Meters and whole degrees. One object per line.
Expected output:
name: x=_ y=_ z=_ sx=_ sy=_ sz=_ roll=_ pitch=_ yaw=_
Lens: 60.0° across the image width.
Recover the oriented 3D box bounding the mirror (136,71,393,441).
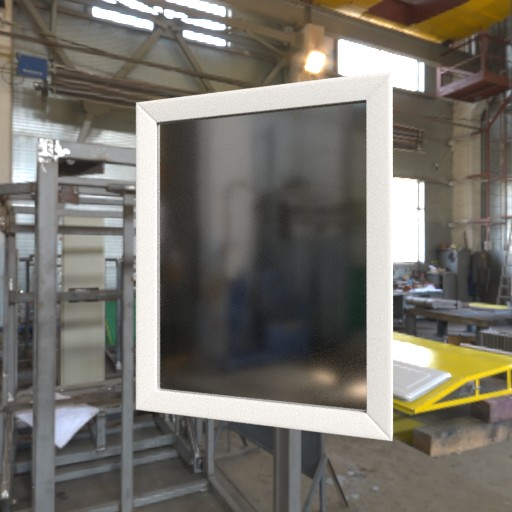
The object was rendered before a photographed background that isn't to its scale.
mirror: x=0.000 y=0.000 z=0.689 sx=0.405 sy=0.508 sz=0.041 roll=0 pitch=0 yaw=18
